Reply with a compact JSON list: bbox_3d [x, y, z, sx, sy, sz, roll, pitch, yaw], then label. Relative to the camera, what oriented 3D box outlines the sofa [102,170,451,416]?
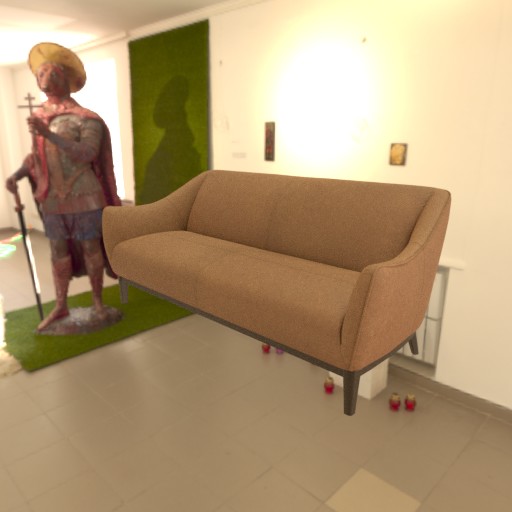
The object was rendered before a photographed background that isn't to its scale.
[{"bbox_3d":[0.000,0.000,2.470,1.928,0.830,0.869,14,21,42],"label":"sofa"}]
